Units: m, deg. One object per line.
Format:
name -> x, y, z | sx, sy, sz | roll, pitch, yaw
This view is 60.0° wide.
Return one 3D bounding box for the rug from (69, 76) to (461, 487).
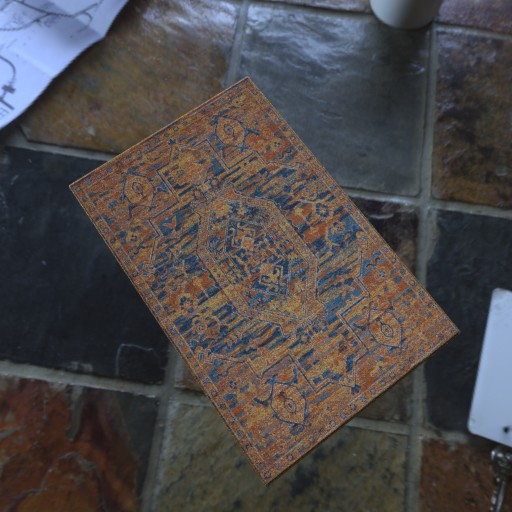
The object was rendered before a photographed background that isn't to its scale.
rug -> 0.000, 0.000, 2.212 | 1.148, 0.013, 1.758 | -35, 77, -9
